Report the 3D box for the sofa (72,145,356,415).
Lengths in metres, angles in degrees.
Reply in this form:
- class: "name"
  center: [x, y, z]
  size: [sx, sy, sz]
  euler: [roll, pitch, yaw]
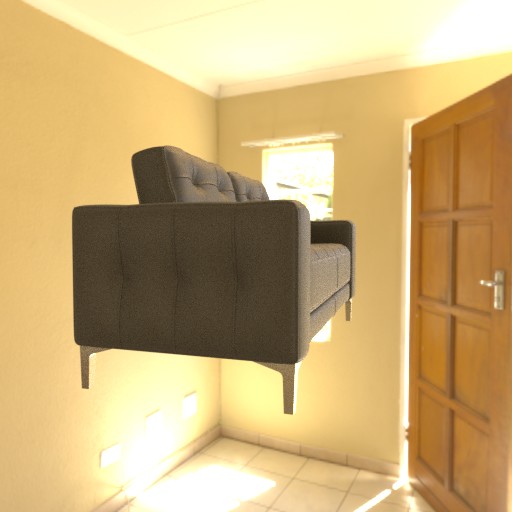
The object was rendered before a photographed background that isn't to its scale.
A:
- class: "sofa"
  center: [0.000, 0.000, 2.221]
  size: [0.833, 0.892, 1.726]
  euler: [1, 2, 18]
